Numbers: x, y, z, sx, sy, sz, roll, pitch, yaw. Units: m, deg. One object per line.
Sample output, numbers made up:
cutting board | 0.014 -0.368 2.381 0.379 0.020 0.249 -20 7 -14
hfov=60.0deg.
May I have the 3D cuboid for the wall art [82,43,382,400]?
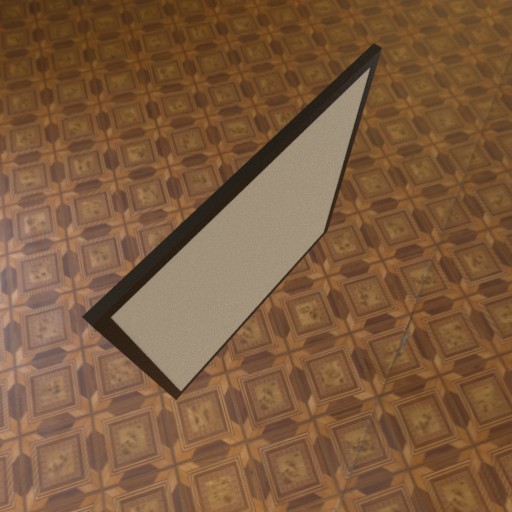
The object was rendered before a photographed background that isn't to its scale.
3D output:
wall art | 0.000 0.000 1.181 0.022 0.807 0.807 38 70 16
